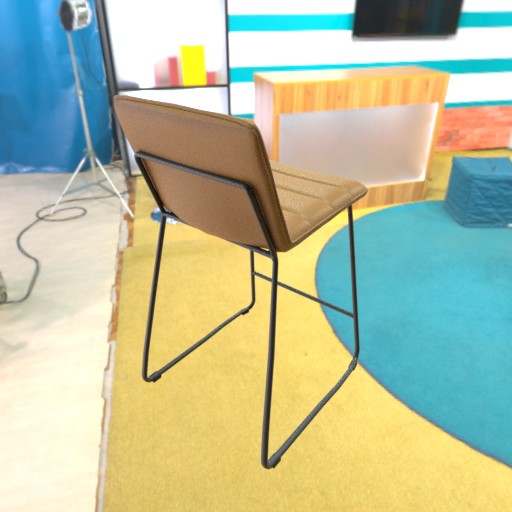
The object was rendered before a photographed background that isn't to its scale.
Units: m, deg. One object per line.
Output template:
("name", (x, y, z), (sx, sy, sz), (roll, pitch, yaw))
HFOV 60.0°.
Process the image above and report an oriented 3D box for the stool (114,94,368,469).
("stool", (0.000, 0.000, 1.195), (0.489, 0.866, 0.524), (22, 37, 33))
